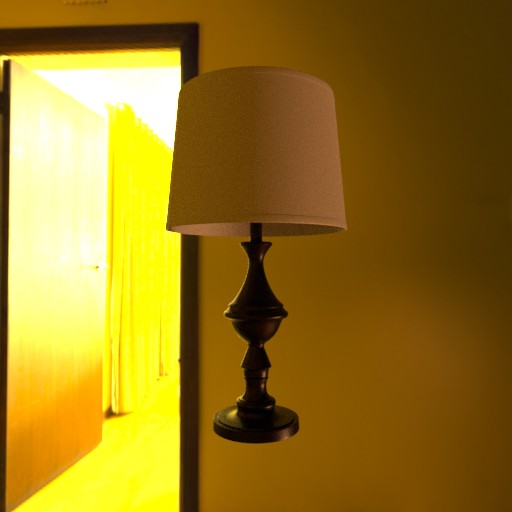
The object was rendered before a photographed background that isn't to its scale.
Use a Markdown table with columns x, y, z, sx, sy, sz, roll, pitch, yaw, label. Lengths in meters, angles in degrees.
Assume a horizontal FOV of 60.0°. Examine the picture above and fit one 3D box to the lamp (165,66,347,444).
| x | y | z | sx | sy | sz | roll | pitch | yaw | label |
| --- | --- | --- | --- | --- | --- | --- | --- | --- | --- |
| 0.000 | 0.000 | 0.951 | 0.383 | 0.726 | 0.383 | 0 | -1 | 0 | lamp |
